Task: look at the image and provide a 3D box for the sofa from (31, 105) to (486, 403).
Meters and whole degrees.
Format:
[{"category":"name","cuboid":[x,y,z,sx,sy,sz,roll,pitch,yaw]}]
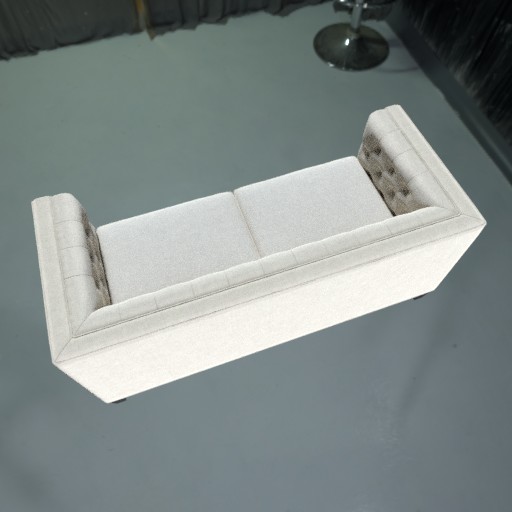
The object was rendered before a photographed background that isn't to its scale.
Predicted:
[{"category":"sofa","cuboid":[0.000,0.000,2.193,1.778,0.762,0.775,-17,61,-10]}]
